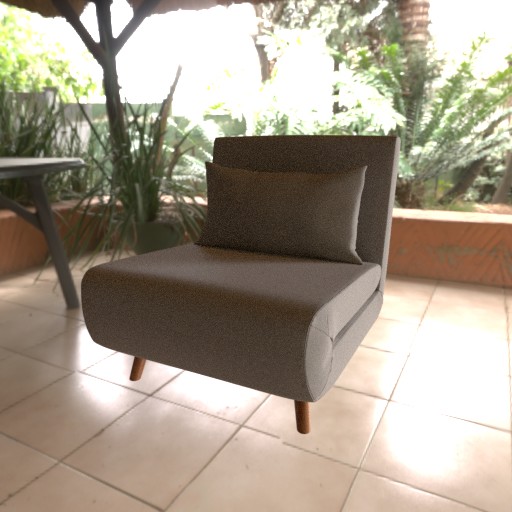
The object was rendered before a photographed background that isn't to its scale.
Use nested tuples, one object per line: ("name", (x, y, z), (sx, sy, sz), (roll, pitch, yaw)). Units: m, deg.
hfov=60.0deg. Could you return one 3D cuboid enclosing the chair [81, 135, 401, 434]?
("chair", (0.000, 0.000, 1.514), (0.770, 0.808, 0.902), (7, 16, 26))
